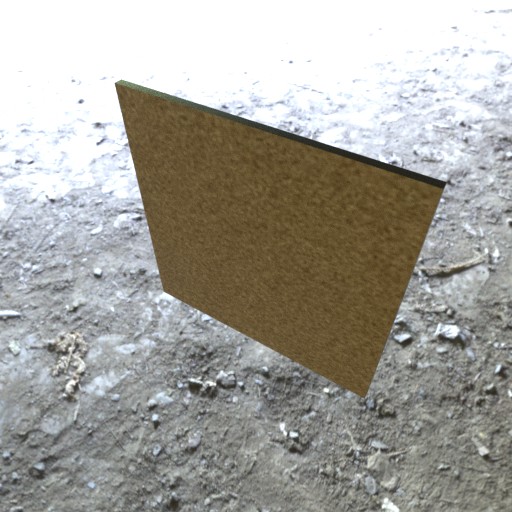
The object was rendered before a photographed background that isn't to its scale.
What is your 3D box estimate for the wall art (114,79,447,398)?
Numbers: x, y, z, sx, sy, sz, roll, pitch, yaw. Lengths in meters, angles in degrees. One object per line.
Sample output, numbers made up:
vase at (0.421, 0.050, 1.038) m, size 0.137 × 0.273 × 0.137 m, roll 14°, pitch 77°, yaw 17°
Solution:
wall art at (0.000, 0.000, 0.683) m, size 0.446 × 0.445 × 0.014 m, roll 24°, pitch 51°, yaw 22°
